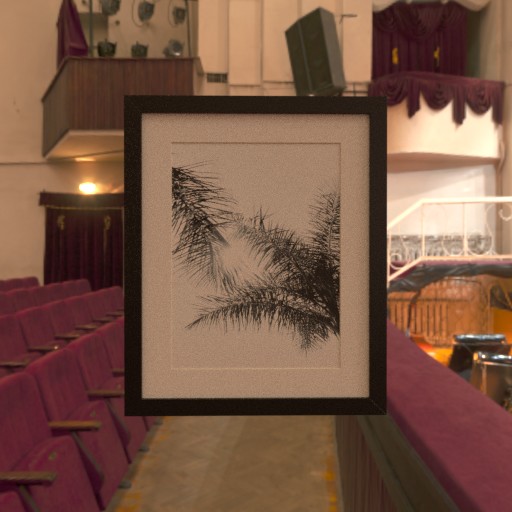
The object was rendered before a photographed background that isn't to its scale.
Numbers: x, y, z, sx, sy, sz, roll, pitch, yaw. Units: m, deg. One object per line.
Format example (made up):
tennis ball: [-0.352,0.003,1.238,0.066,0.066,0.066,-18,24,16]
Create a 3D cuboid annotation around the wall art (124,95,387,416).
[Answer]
wall art: [0.000,0.000,0.785,0.457,0.557,0.028,0,0,-1]
